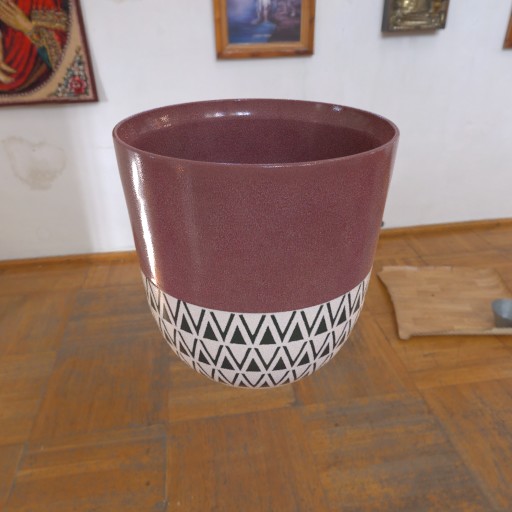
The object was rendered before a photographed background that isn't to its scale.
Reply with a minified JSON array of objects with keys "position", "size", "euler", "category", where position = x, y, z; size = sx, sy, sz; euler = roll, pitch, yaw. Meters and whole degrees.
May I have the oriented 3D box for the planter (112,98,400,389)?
[{"position":[0.000,0.000,0.363],"size":[0.195,0.214,0.195],"euler":[0,29,0],"category":"planter"}]
